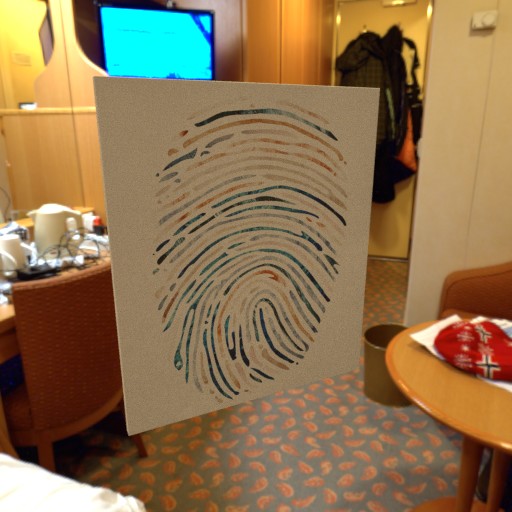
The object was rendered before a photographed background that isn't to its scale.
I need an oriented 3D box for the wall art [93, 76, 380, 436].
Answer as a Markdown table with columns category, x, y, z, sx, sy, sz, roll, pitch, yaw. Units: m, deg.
| category | x | y | z | sx | sy | sz | roll | pitch | yaw |
| --- | --- | --- | --- | --- | --- | --- | --- | --- | --- |
| wall art | 0.000 | 0.000 | 0.975 | 0.609 | 0.710 | 0.021 | -8 | 18 | -25 |
